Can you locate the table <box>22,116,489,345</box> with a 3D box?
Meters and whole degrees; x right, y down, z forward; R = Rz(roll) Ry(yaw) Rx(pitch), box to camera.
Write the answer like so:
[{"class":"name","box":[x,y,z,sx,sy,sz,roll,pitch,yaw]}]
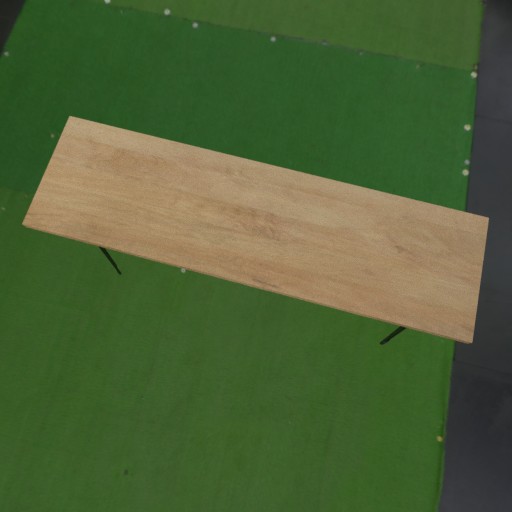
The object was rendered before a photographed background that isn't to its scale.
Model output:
[{"class":"table","box":[0.000,0.000,1.764,1.400,0.799,0.399,15,75,4]}]
